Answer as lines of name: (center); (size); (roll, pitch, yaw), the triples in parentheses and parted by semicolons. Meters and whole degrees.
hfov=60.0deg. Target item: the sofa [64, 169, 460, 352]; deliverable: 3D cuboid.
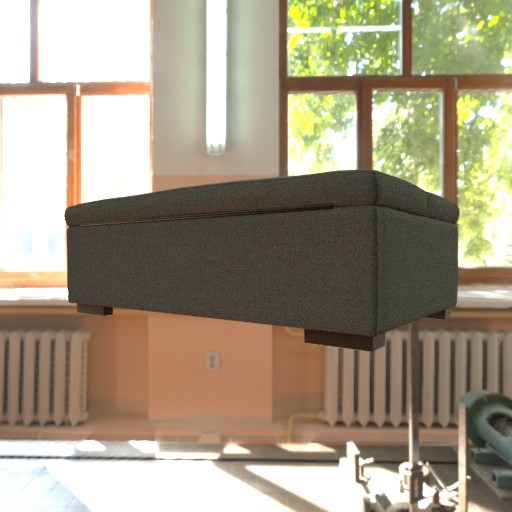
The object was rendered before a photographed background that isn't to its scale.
sofa: (0.000, 0.000, 1.637); (1.250, 0.434, 0.817); (0, 0, 37)
